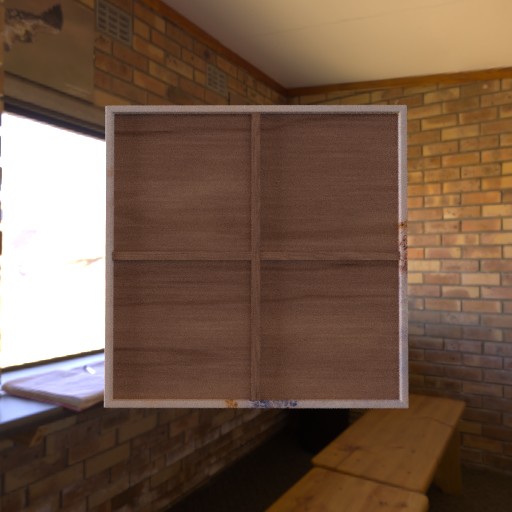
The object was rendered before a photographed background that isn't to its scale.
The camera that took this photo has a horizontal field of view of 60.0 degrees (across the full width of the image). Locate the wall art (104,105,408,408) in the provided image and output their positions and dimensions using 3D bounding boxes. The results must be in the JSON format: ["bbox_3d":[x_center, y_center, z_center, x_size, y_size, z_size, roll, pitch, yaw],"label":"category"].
[{"bbox_3d":[0.000,0.000,1.319,0.889,0.889,0.038,0,-1,0],"label":"wall art"}]
